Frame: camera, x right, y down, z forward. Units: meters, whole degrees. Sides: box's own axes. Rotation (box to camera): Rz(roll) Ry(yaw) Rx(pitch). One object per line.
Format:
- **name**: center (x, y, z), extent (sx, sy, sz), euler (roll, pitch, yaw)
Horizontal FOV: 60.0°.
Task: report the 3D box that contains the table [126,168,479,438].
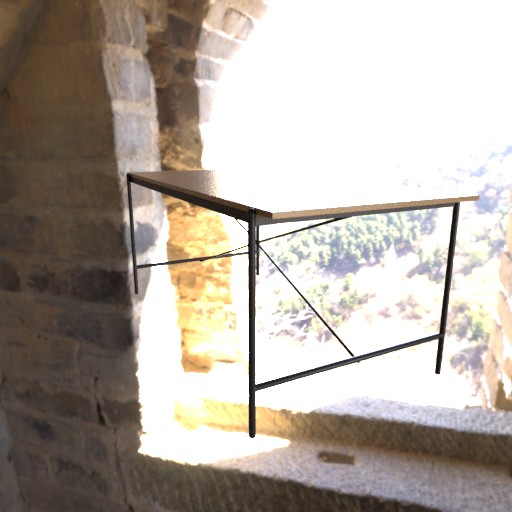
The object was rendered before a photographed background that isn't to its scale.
- **table**: center (0.000, 0.000, 2.254), extent (0.900, 0.758, 1.800), euler (-8, 16, -27)
